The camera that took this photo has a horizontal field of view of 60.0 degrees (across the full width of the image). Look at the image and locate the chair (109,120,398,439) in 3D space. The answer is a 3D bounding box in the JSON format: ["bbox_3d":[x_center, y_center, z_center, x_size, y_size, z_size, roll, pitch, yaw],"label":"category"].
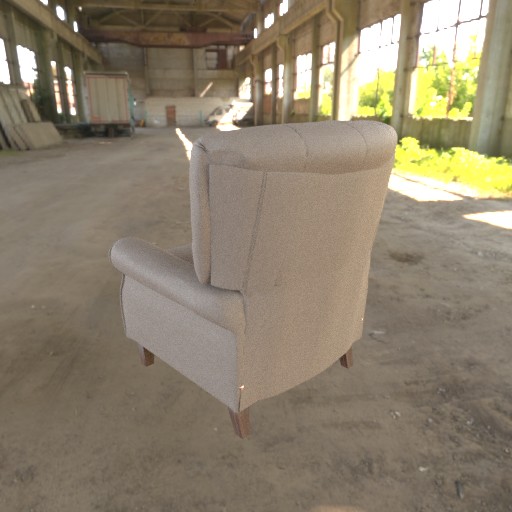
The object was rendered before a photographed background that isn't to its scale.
[{"bbox_3d":[0.000,0.000,1.918,0.999,1.138,1.041,-17,25,-41],"label":"chair"}]
